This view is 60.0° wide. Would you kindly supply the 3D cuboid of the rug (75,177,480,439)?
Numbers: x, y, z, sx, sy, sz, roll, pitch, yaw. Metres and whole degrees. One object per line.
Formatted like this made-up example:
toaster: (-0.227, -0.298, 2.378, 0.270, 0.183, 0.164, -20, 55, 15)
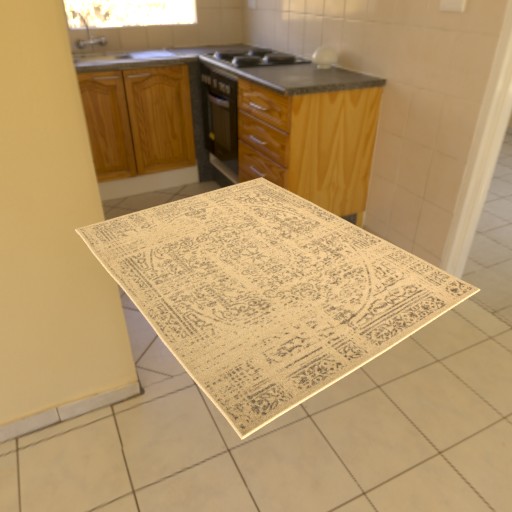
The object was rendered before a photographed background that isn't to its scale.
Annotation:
rug: (0.000, 0.000, 3.941, 2.311, 0.032, 2.921, -21, 38, -30)
